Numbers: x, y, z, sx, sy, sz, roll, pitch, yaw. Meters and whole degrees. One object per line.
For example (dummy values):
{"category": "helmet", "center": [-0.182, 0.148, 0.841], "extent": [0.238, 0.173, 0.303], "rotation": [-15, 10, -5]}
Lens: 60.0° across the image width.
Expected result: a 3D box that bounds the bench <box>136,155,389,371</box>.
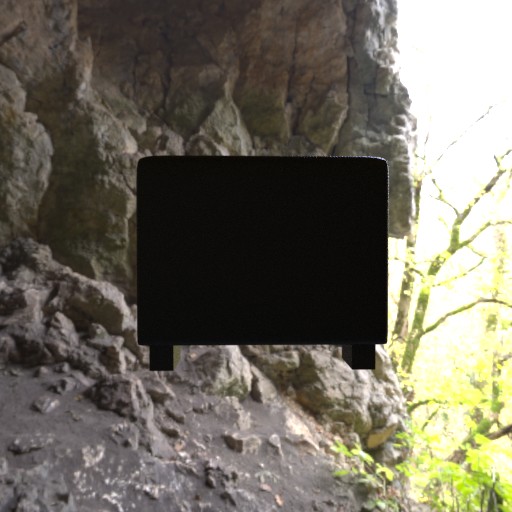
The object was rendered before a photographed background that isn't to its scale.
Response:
{"category": "bench", "center": [0.000, 0.000, 1.520], "extent": [0.508, 0.445, 1.296], "rotation": [0, 1, -1]}
